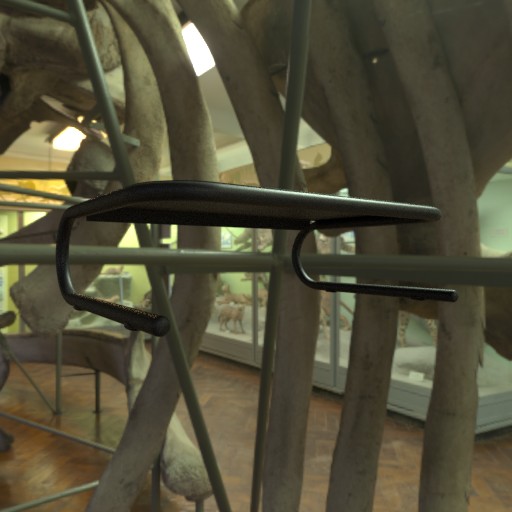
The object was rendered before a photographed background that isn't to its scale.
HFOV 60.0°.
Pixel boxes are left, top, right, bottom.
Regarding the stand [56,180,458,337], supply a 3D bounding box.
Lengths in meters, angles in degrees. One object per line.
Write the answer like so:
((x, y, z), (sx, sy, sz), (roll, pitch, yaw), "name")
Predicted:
((0.000, 0.000, 0.506), (0.370, 0.108, 0.280), (0, 0, -36), "stand")
